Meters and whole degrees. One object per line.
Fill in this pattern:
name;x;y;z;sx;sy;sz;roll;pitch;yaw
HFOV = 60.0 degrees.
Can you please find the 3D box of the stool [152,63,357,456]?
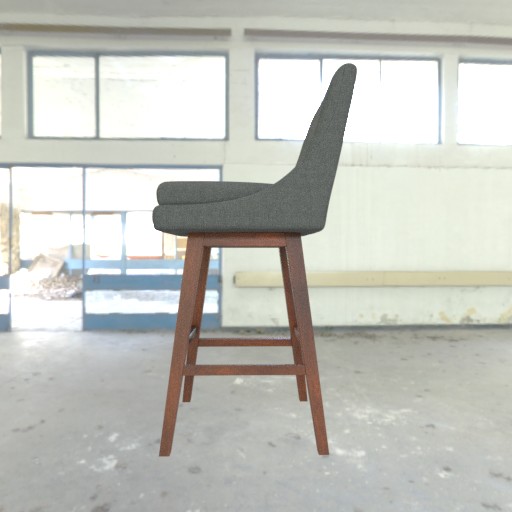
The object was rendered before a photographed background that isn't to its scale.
stool;0.000;0.000;1.296;0.524;0.977;0.447;0;0;-1
